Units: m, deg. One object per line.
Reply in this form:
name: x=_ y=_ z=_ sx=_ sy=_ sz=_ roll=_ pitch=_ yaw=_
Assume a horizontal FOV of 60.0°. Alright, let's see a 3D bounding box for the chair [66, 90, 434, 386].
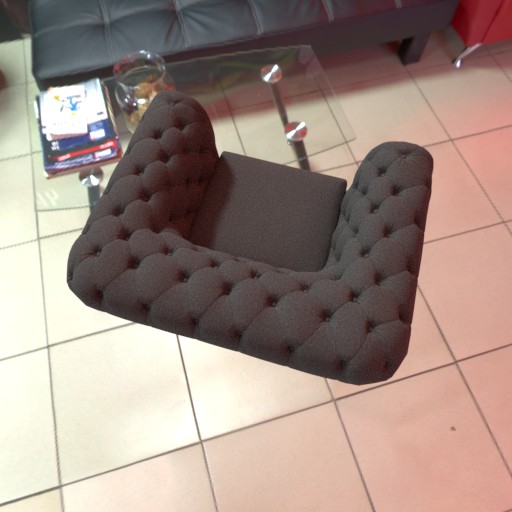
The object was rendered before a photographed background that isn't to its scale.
chair: x=0.000 y=0.000 z=1.947 sx=1.270 sy=0.770 sz=0.976 roll=15 pitch=64 yaw=7
